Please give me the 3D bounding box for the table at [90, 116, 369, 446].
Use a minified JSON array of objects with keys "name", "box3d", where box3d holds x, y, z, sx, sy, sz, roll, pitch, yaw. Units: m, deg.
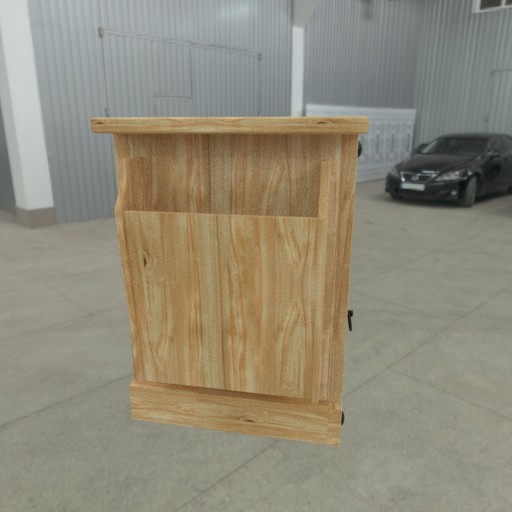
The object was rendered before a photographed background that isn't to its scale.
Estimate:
[{"name":"table","box3d":[0.000,0.000,0.875,0.380,0.515,0.530,3,17,11]}]
